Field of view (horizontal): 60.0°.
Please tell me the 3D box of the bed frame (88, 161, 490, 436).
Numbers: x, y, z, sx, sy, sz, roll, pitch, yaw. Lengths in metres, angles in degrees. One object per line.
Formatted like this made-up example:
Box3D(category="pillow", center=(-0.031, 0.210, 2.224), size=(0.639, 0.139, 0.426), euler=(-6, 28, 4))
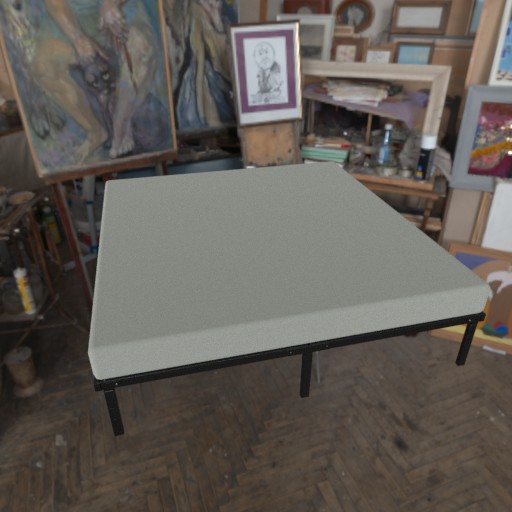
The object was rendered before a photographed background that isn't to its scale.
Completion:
Box3D(category="bed frame", center=(0.000, 0.000, 3.851), size=(2.526, 0.680, 2.635), euler=(-7, 31, -12))
